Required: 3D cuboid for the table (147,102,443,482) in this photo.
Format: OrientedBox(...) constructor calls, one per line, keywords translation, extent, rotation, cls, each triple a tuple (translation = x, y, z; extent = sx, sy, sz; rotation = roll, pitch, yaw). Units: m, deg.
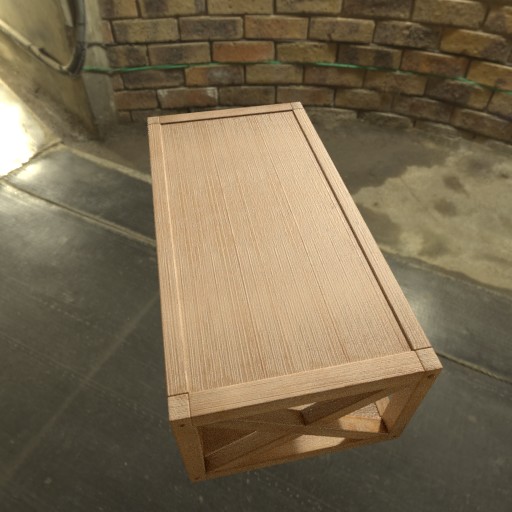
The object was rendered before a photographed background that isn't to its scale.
OrientedBox(translation=(0.000, 0.000, 1.626), extent=(0.660, 0.457, 1.321), rotation=(-9, 48, -8), cls="table")
